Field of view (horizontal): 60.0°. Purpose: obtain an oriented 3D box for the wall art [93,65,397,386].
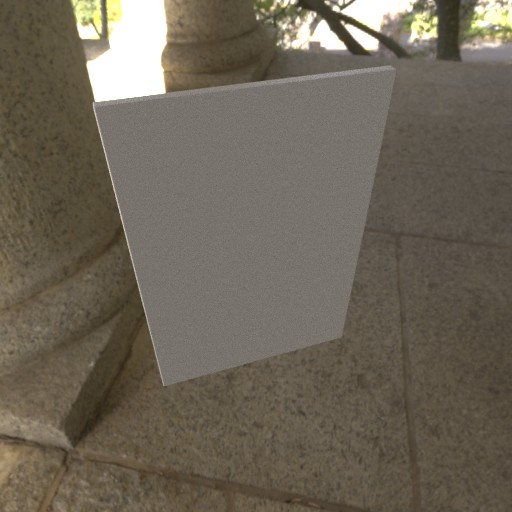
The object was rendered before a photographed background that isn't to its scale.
[{"bbox_3d":[0.000,0.000,1.053,0.556,0.813,0.026,-12,43,-13],"label":"wall art"}]
